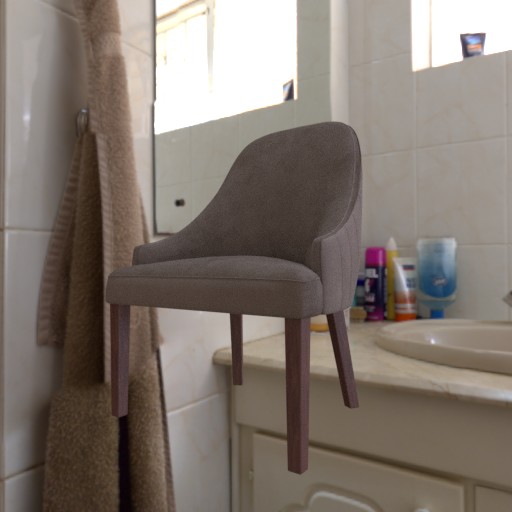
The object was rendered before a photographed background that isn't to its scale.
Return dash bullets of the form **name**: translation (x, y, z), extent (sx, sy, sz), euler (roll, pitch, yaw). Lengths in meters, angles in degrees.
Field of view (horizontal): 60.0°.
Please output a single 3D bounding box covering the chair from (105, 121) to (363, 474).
- **chair**: translation (0.000, 0.000, 1.285), extent (0.643, 0.889, 0.575), euler (-1, -1, 35)
